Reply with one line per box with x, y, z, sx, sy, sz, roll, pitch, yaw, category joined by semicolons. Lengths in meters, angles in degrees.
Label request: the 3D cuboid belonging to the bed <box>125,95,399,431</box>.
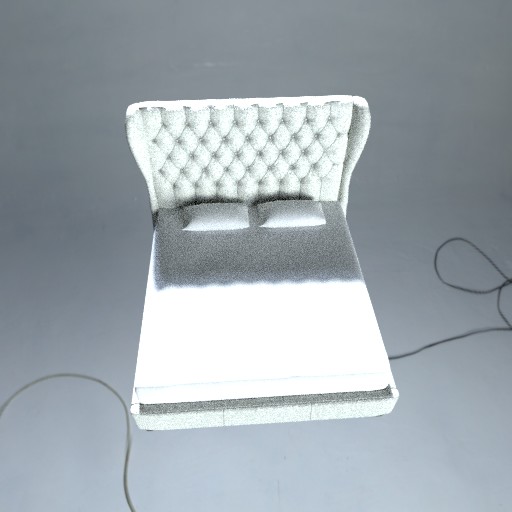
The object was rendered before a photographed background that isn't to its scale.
0.000;0.000;3.905;2.219;1.771;2.347;-3;47;-3;bed
